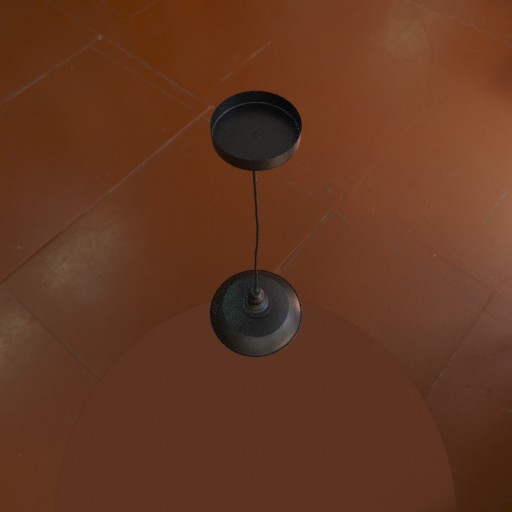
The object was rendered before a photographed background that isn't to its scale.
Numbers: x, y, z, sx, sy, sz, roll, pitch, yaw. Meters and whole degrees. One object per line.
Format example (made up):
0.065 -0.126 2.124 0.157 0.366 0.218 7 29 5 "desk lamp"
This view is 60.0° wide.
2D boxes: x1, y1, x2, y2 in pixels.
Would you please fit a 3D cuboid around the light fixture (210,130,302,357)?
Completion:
0.000 0.000 1.195 0.331 0.993 0.331 -14 64 -7 "light fixture"
